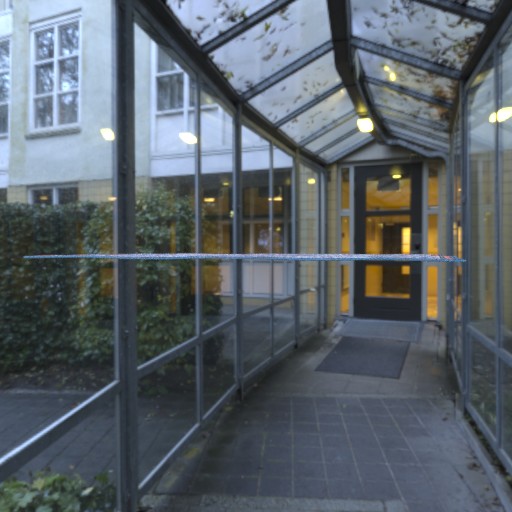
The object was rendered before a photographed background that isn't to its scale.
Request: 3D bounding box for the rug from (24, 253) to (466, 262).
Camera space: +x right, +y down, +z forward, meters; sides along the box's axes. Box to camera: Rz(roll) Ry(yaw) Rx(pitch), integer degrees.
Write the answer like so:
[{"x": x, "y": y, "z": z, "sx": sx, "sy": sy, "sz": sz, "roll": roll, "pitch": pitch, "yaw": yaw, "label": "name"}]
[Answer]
[{"x": 0.000, "y": 0.000, "z": 2.286, "sx": 1.847, "sy": 0.014, "sz": 1.195, "roll": 0, "pitch": 1, "yaw": 18, "label": "rug"}]
